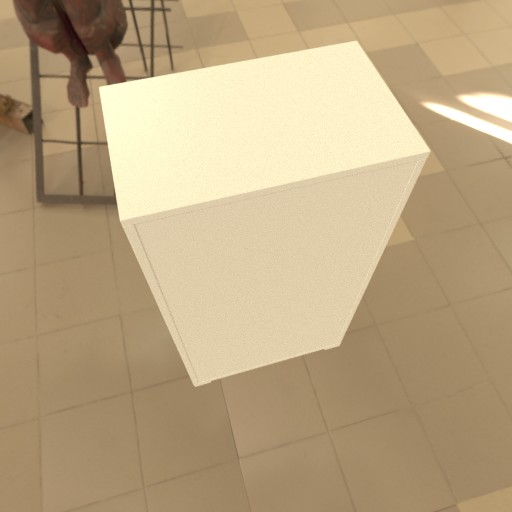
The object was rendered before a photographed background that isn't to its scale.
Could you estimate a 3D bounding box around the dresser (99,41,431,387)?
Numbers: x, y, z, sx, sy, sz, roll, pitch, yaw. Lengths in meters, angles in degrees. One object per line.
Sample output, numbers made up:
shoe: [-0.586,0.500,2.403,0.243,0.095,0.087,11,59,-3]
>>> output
dresser: [0.000,0.000,1.492,0.650,1.190,0.400,-14,60,-8]
